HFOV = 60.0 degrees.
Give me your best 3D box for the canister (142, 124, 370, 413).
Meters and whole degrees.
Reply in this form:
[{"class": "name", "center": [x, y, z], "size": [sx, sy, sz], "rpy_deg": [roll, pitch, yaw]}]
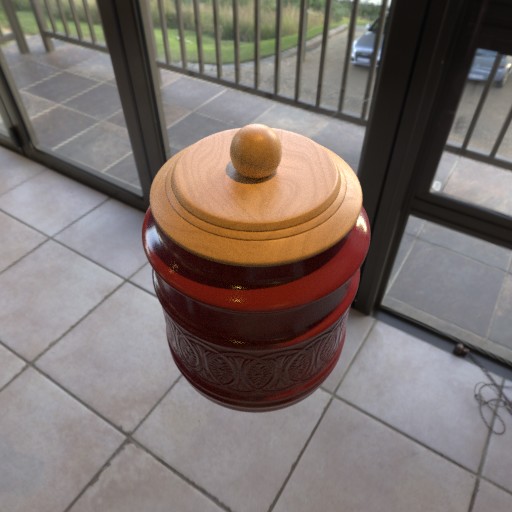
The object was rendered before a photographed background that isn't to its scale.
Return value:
[{"class": "canister", "center": [0.000, 0.000, 0.276], "size": [0.130, 0.176, 0.130], "rpy_deg": [0, 46, 0]}]
